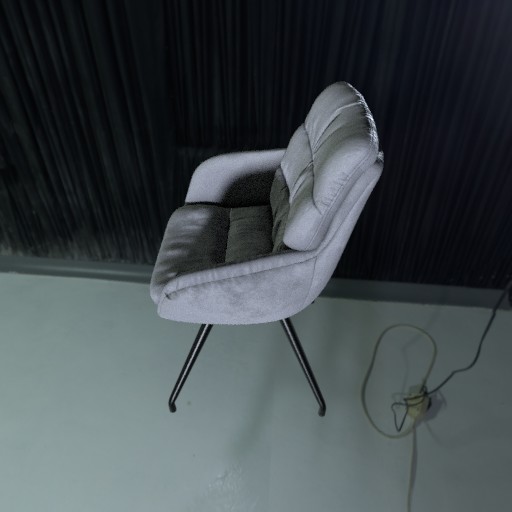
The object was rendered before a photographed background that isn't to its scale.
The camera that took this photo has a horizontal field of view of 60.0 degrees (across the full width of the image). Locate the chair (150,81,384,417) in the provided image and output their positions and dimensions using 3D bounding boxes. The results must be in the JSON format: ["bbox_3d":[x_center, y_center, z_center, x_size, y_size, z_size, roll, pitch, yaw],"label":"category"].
[{"bbox_3d":[0.000,0.000,1.282,0.569,0.888,0.579,1,41,1],"label":"chair"}]
